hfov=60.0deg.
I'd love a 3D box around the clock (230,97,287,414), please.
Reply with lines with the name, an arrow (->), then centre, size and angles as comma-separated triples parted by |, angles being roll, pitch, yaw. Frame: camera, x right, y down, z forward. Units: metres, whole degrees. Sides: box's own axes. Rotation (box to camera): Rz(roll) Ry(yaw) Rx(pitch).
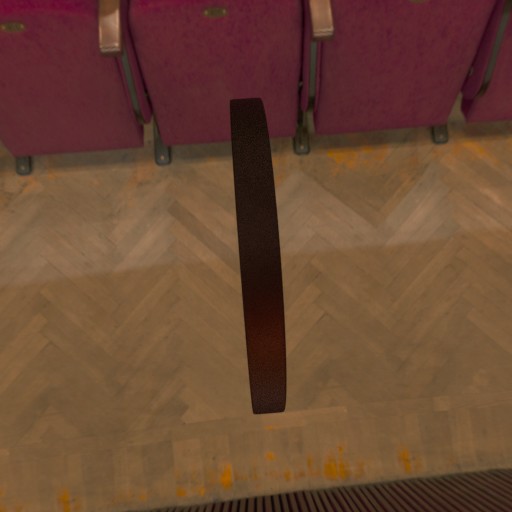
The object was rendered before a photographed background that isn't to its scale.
clock -> 0.000, 0.000, 0.467 | 0.029, 0.314, 0.314 | -4, 76, -1
